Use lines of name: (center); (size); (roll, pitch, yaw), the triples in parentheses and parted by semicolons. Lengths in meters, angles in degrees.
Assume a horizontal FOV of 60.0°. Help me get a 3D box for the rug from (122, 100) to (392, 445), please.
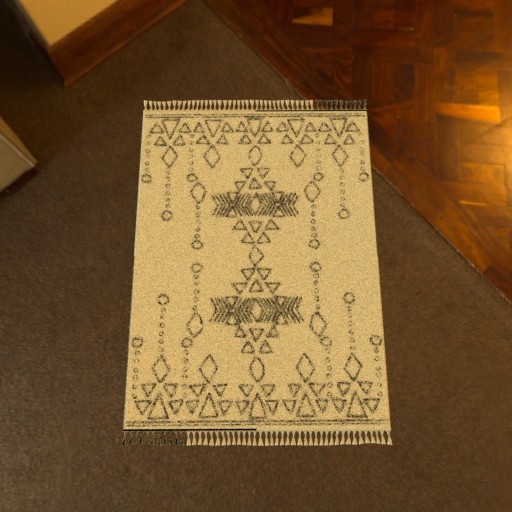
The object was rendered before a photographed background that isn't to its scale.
rug: (0.000, 0.000, 2.904); (1.600, 0.013, 2.312); (0, 76, 0)
